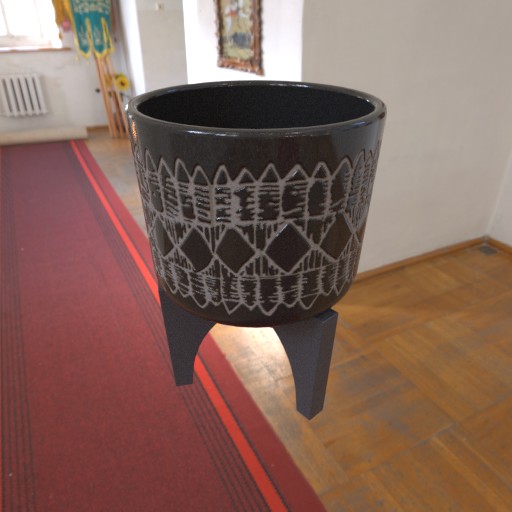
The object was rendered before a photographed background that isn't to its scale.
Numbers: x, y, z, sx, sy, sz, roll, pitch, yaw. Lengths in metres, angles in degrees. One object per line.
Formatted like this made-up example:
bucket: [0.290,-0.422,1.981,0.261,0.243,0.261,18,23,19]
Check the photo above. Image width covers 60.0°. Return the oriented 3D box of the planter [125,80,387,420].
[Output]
planter: [0.000,0.000,0.523,0.251,0.355,0.251,9,31,15]
